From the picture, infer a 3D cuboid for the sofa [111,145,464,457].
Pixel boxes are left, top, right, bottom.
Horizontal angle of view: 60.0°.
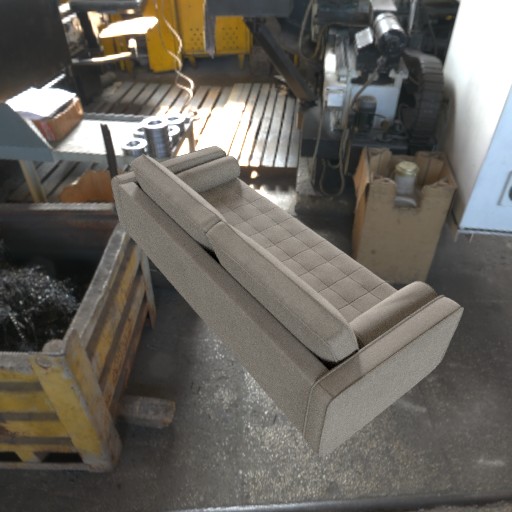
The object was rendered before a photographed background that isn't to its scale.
[{"bbox_3d":[0.000,0.000,2.710,0.914,0.762,2.211,-25,46,-27],"label":"sofa"}]
